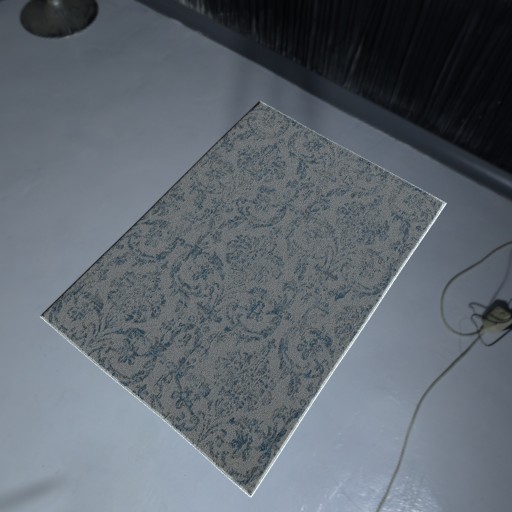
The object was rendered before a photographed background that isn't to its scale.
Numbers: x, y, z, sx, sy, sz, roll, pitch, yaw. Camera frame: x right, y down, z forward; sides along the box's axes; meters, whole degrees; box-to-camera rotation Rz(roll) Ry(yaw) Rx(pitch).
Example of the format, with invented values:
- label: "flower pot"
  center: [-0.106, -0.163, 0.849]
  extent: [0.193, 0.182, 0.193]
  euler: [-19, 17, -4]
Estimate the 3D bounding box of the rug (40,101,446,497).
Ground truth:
- label: "rug"
  center: [0.000, 0.000, 2.829]
  extent: [1.586, 0.014, 2.197]
  euler: [34, 68, 16]
